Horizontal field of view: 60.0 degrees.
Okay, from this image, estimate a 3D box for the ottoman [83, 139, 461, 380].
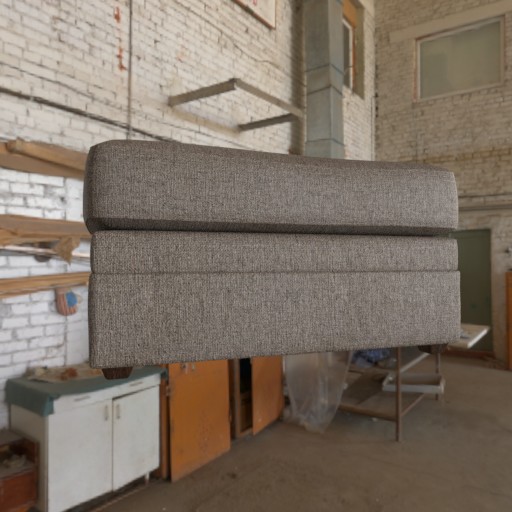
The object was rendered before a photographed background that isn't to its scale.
[{"bbox_3d":[0.000,0.000,1.224,0.885,0.478,0.637,0,-1,-18],"label":"ottoman"}]
